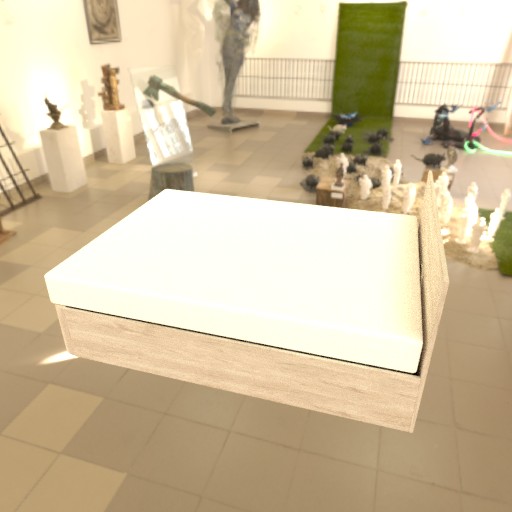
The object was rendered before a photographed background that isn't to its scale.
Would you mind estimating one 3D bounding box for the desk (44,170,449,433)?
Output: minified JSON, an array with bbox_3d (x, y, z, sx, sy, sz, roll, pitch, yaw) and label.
[{"bbox_3d":[0.000,0.000,2.642,1.900,0.800,1.400,8,29,15],"label":"desk"}]
